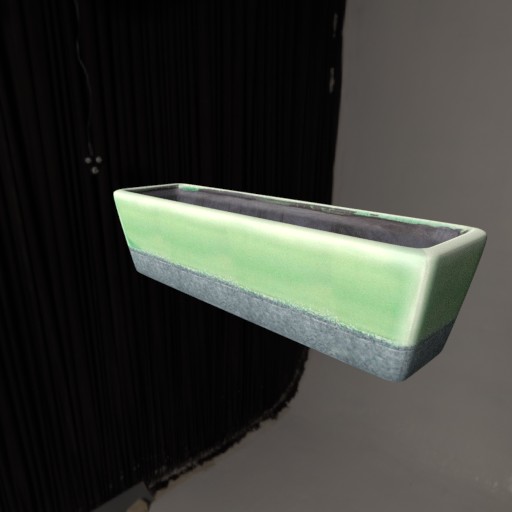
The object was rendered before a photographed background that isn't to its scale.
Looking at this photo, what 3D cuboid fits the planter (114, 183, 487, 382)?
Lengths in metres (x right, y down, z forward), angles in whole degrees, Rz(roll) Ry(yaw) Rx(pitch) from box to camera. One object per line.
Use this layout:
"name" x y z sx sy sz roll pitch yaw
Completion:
"planter" 0.000 0.000 0.307 0.072 0.072 0.275 -15 22 -42
